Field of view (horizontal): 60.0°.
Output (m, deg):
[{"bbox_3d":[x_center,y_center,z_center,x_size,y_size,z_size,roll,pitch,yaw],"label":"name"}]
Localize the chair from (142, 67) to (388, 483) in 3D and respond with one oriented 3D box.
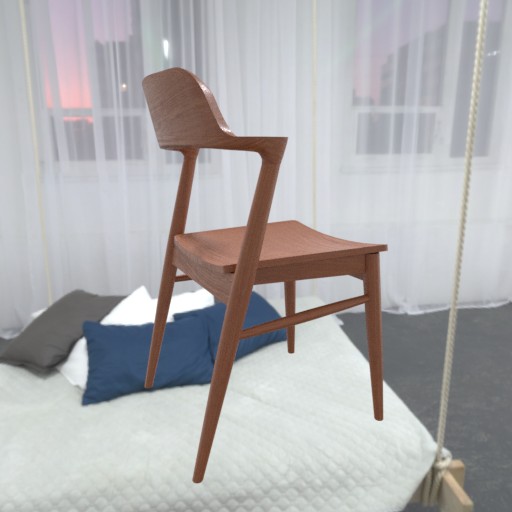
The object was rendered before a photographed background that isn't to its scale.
[{"bbox_3d":[0.000,0.000,1.097,0.499,0.801,0.496,-7,15,-26],"label":"chair"}]
